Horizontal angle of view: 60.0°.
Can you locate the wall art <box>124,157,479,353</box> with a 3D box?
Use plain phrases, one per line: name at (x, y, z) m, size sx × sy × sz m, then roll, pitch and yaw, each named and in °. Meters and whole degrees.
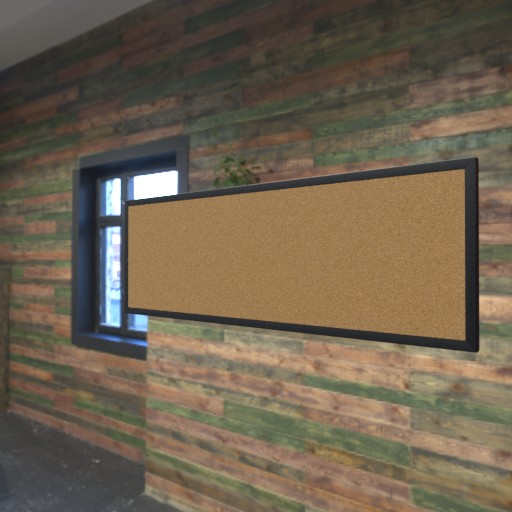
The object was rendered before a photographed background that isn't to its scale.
wall art at (0.000, 0.000, 1.731) m, size 1.572 × 0.554 × 0.041 m, roll 0°, pitch -1°, yaw 36°
